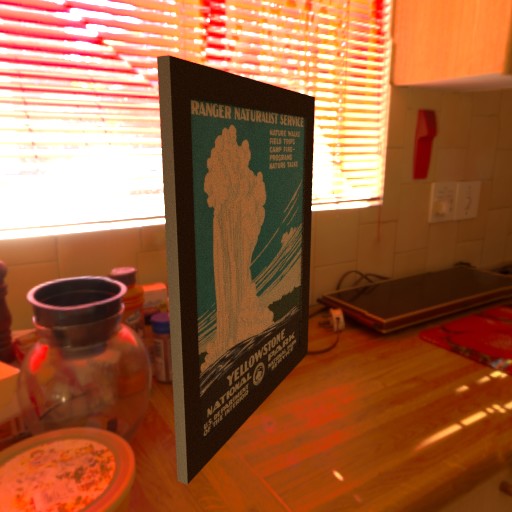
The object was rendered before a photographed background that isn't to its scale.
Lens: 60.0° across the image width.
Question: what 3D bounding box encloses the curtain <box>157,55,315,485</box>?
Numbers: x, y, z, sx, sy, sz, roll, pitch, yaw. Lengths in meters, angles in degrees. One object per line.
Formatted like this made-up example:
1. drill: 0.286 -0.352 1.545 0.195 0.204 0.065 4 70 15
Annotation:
1. curtain: 0.000 0.000 0.796 0.027 0.585 0.483 7 15 27
